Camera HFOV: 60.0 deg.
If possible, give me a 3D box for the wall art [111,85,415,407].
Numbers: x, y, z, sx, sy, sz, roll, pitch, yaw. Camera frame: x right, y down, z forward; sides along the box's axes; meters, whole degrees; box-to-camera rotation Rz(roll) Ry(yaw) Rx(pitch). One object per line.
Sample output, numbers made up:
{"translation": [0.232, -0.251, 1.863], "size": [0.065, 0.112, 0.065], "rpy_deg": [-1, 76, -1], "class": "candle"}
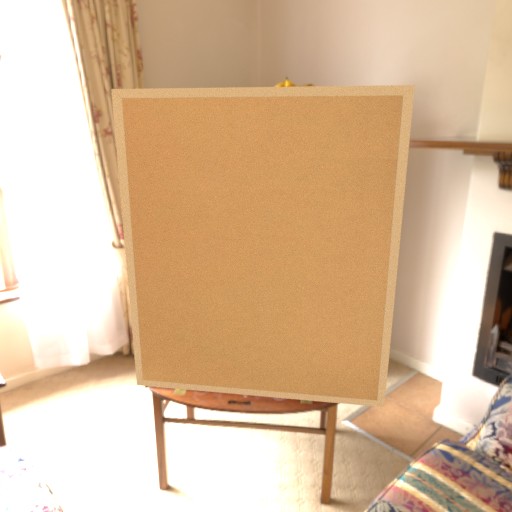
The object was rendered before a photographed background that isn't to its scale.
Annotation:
{"translation": [0.000, 0.000, 0.781], "size": [0.482, 0.557, 0.012], "rpy_deg": [2, 16, 8], "class": "wall art"}
